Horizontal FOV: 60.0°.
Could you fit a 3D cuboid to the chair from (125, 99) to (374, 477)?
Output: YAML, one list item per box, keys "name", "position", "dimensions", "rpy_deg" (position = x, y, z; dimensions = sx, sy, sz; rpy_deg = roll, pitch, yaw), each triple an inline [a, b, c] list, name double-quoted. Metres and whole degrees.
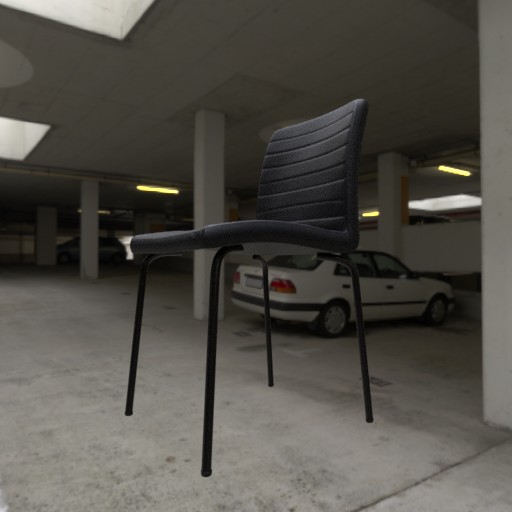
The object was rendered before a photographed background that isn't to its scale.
- name: "chair"
  position: [0.000, 0.000, 1.210]
  dimensions: [0.572, 0.872, 0.450]
  rpy_deg: [1, -1, -36]
